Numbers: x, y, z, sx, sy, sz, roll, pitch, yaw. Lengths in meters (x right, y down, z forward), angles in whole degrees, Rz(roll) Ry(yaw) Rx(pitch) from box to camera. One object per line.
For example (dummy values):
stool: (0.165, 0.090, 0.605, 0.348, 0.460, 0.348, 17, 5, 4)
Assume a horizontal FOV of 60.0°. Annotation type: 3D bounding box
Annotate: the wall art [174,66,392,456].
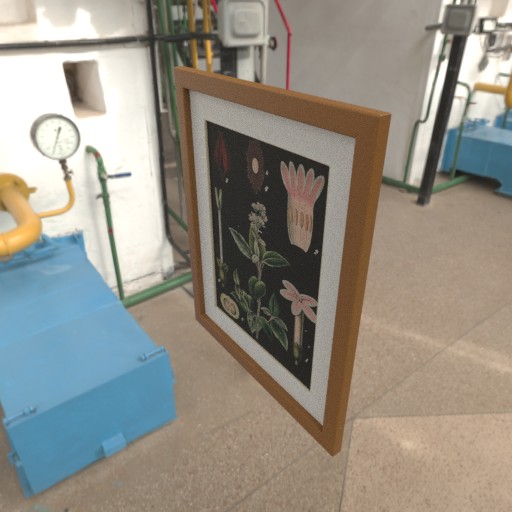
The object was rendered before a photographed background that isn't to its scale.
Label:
wall art: (0.000, 0.000, 0.751, 0.021, 0.550, 0.449, -21, 36, -31)
